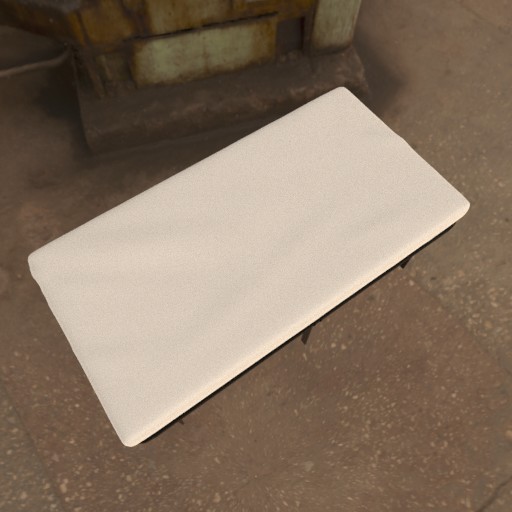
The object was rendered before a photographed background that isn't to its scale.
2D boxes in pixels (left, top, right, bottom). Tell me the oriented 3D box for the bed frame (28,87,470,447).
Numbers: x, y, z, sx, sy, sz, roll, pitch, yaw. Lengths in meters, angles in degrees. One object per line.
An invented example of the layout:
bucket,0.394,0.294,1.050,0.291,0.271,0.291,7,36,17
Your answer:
bed frame,0.000,0.000,2.312,1.903,0.619,0.989,-32,68,-15
